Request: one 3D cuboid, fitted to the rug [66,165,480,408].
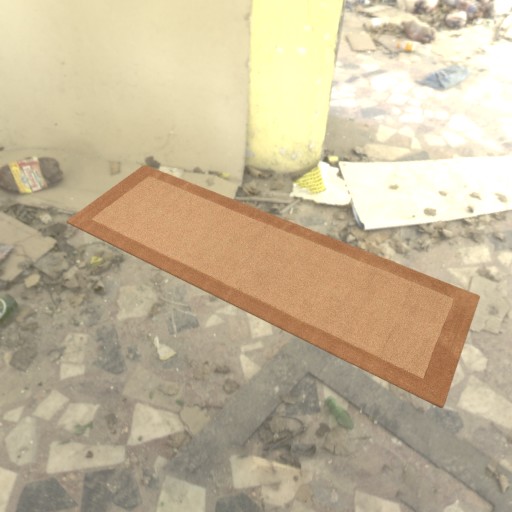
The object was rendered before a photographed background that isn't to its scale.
[{"bbox_3d":[0.000,0.000,2.667,2.439,0.017,0.764,24,50,21],"label":"rug"}]
